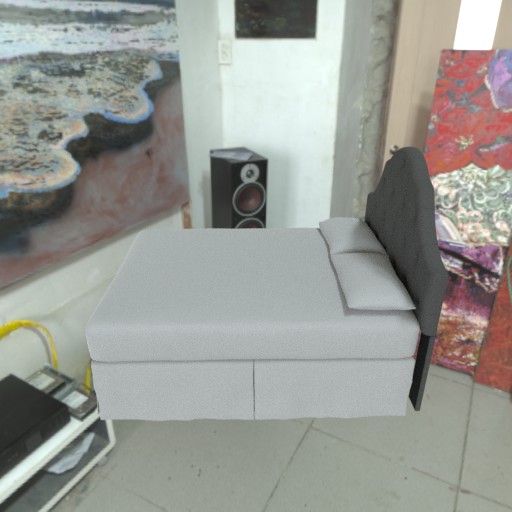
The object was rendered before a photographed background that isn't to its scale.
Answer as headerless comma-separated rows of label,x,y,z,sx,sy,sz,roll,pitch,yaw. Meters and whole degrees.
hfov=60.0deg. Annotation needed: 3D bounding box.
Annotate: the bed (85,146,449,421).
bed,0.000,0.000,3.270,2.155,1.575,1.636,0,26,-1
